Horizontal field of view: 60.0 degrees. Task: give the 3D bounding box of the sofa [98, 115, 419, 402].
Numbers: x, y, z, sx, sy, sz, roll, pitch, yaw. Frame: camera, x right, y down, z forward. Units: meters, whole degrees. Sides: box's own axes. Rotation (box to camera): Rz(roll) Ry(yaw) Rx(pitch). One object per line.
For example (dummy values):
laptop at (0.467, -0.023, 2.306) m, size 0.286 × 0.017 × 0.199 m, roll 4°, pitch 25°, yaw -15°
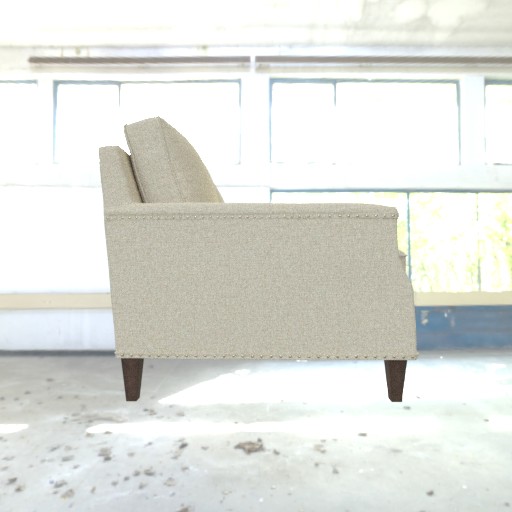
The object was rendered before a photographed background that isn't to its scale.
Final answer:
sofa at (0.000, 0.000, 2.223) m, size 1.084 × 1.003 × 1.597 m, roll 0°, pitch -1°, yaw 1°
